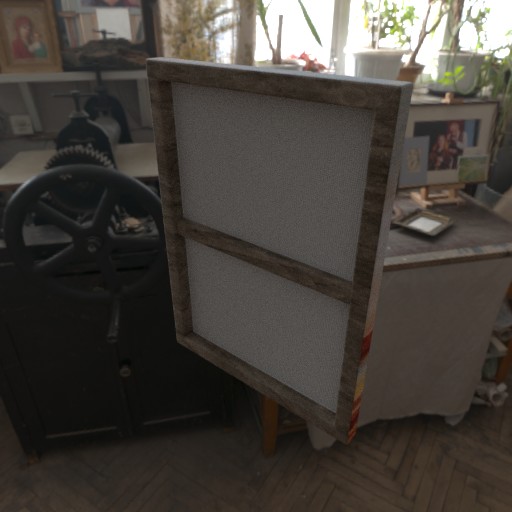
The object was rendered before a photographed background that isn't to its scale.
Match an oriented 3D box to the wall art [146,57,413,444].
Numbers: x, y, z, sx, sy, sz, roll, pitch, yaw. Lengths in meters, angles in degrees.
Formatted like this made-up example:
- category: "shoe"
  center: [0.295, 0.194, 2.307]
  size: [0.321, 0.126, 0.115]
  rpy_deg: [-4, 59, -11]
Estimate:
- category: "wall art"
  center: [0.000, 0.000, 0.771]
  size: [0.443, 0.605, 0.035]
  rpy_deg: [22, 36, 33]
